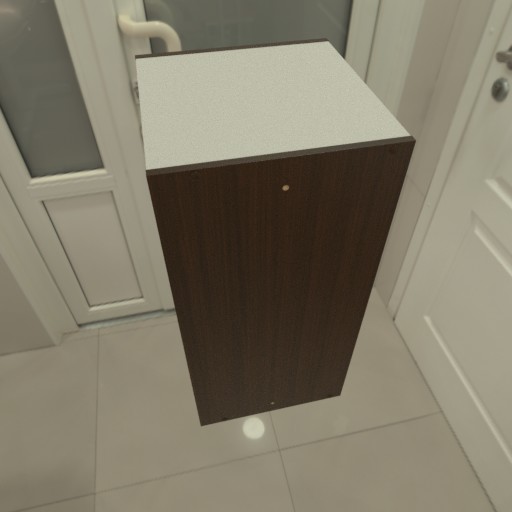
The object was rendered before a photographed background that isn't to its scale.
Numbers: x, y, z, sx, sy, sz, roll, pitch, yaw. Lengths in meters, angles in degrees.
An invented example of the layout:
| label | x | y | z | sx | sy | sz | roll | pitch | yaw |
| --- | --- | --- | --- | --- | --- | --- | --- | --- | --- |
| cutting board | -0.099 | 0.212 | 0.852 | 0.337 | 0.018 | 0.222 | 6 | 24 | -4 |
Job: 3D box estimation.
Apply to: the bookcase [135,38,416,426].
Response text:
| label | x | y | z | sx | sy | sz | roll | pitch | yaw |
| --- | --- | --- | --- | --- | --- | --- | --- | --- | --- |
| bookcase | 0.000 | 0.000 | 0.776 | 0.290 | 0.600 | 0.300 | -9 | 47 | -9 |
